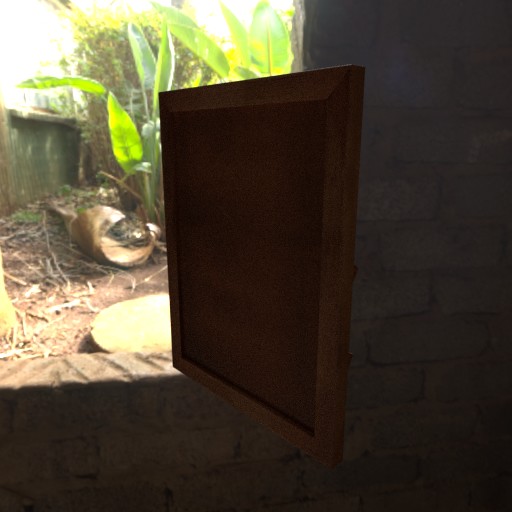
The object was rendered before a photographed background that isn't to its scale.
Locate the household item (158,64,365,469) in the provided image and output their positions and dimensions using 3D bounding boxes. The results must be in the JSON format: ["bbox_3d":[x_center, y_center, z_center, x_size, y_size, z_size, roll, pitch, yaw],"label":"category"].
[{"bbox_3d":[0.000,0.000,0.558,0.067,0.407,0.310,-13,20,-42],"label":"household item"}]
